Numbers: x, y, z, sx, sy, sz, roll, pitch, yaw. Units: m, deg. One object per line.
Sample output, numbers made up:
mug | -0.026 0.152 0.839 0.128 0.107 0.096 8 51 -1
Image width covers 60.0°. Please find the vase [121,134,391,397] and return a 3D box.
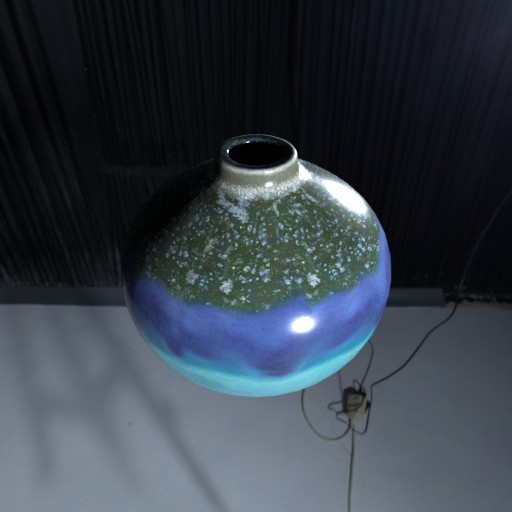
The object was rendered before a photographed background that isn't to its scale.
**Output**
vase | 0.000 0.000 0.258 0.154 0.133 0.154 0 40 0
